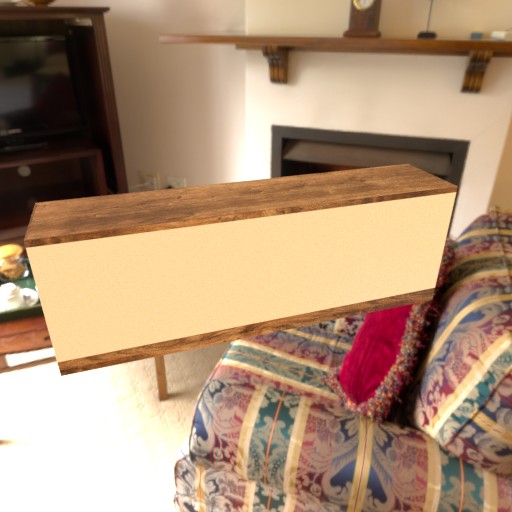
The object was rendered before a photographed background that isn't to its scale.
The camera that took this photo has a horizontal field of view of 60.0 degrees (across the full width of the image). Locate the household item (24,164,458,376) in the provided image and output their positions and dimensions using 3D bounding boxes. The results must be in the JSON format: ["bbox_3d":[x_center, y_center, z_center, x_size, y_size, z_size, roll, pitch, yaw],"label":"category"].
[{"bbox_3d":[0.000,0.000,2.072,1.800,0.615,0.390,-9,29,-16],"label":"household item"}]
